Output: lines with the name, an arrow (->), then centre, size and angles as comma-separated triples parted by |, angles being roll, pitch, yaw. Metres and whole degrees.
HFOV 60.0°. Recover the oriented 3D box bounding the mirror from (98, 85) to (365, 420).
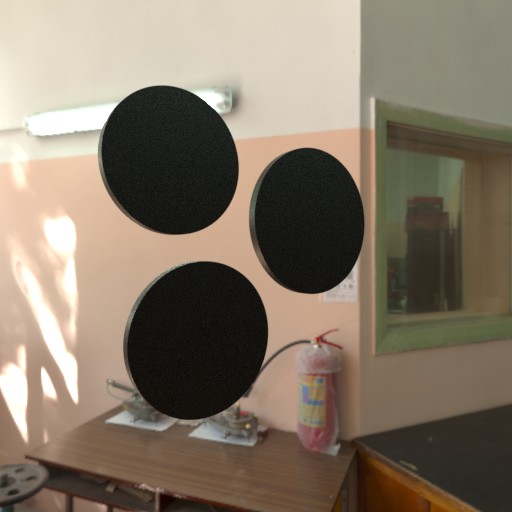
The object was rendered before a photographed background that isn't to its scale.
mirror -> 0.000, 0.000, 3.133 | 2.160, 2.096, 0.076 | 0, 0, -35
